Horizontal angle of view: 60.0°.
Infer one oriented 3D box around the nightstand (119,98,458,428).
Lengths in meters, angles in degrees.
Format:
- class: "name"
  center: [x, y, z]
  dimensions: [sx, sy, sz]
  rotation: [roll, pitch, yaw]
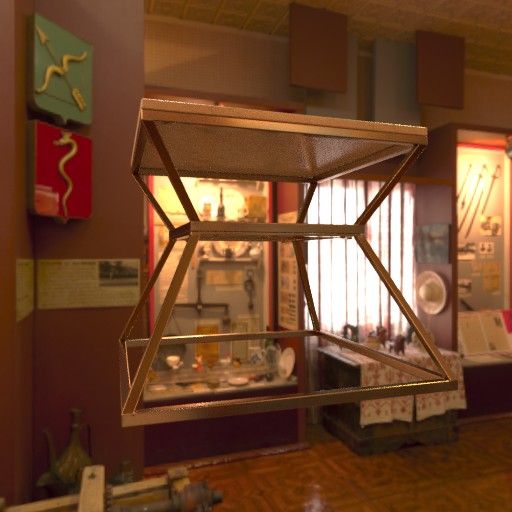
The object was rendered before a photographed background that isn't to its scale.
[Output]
- class: "nightstand"
  center: [0.000, 0.000, 0.872]
  dimensions: [0.513, 0.426, 0.514]
  rotation: [0, 0, -18]
